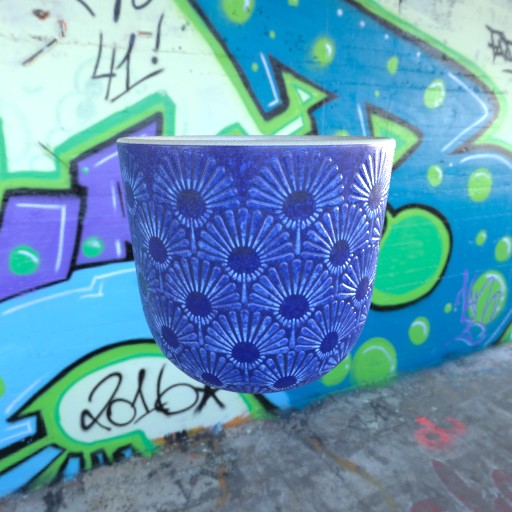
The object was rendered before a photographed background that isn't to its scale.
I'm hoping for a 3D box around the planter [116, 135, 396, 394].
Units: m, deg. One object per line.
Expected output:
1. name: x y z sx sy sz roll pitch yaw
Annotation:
1. planter: 0.000 0.000 0.367 0.206 0.190 0.206 0 16 0
